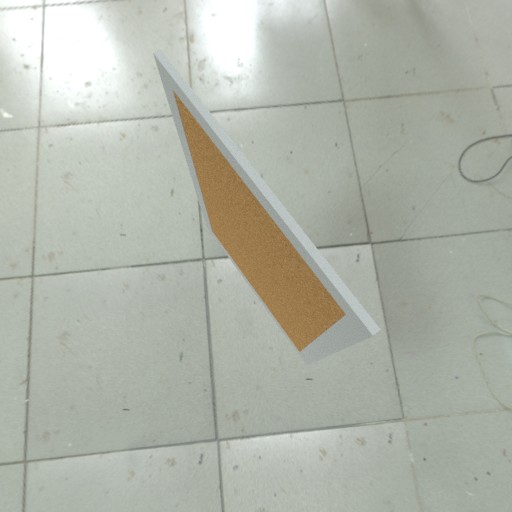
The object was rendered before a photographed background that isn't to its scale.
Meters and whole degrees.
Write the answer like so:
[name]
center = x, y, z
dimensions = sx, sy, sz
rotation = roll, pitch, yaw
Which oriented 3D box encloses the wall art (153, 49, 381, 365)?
[wall art]
center = 0.000, 0.000, 0.848
dimensions = 0.011, 0.659, 0.454
rotation = -34, 76, -9
